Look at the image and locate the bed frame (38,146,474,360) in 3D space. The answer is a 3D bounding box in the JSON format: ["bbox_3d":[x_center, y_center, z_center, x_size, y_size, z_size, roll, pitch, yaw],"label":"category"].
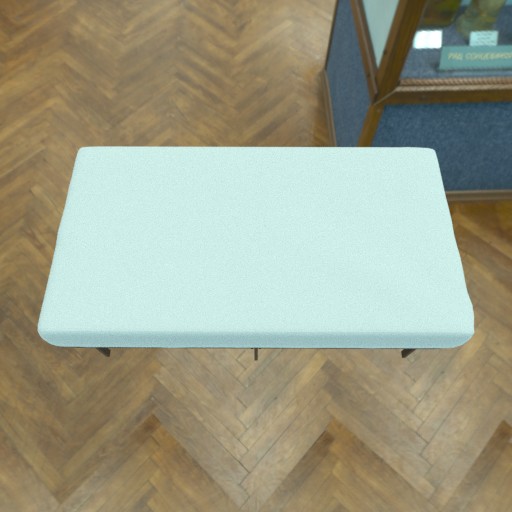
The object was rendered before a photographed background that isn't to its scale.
[{"bbox_3d":[0.000,0.000,2.339,1.908,0.640,1.025,0,64,0],"label":"bed frame"}]
